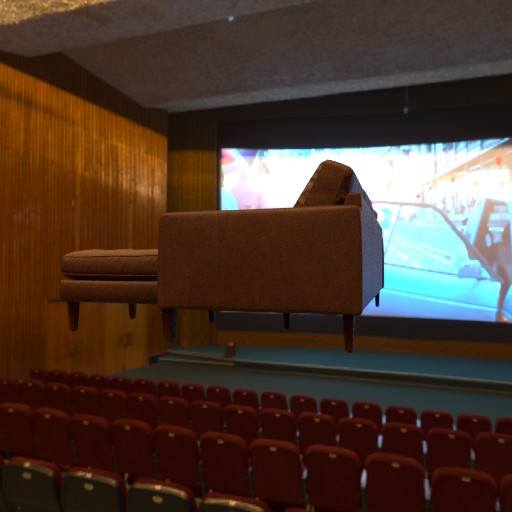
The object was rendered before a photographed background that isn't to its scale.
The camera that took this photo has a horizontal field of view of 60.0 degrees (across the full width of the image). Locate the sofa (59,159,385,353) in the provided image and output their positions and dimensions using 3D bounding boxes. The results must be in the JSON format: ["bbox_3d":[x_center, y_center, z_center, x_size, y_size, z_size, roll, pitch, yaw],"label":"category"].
[{"bbox_3d":[0.000,0.000,3.048,1.613,0.841,2.185,0,-1,18],"label":"sofa"}]
